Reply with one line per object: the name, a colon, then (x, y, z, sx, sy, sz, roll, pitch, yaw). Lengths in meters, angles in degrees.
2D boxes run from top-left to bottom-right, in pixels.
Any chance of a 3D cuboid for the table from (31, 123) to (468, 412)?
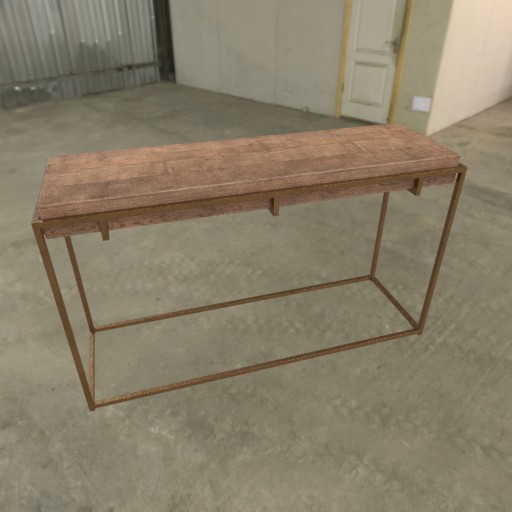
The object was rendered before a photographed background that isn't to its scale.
table: (0.000, 0.000, 1.743, 1.400, 0.820, 0.440, -9, 34, -14)
